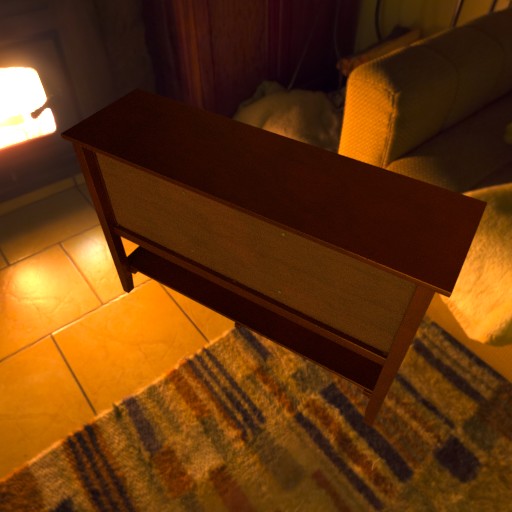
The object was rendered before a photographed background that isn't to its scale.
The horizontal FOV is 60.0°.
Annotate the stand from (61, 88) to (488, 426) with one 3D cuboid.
[{"bbox_3d":[0.000,0.000,1.751,1.362,0.872,0.410,24,52,21],"label":"stand"}]
